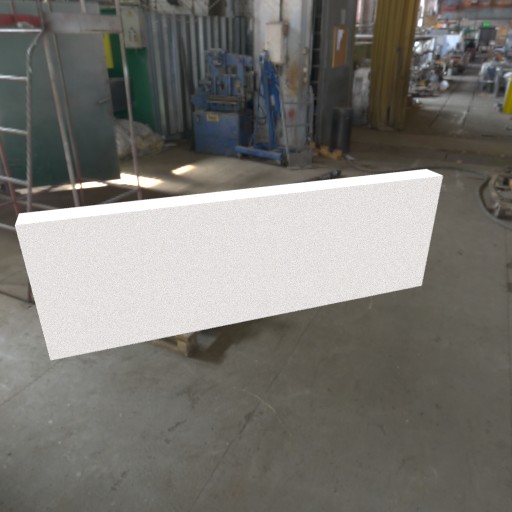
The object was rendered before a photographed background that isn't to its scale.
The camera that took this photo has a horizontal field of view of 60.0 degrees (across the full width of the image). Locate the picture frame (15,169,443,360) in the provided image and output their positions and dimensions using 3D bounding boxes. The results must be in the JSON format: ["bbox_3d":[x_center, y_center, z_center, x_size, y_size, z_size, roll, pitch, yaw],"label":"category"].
[{"bbox_3d":[0.000,0.000,0.833,0.759,0.250,0.050,-9,28,-17],"label":"picture frame"}]
